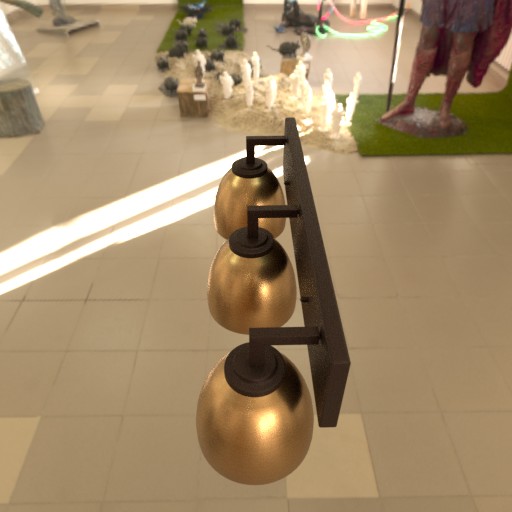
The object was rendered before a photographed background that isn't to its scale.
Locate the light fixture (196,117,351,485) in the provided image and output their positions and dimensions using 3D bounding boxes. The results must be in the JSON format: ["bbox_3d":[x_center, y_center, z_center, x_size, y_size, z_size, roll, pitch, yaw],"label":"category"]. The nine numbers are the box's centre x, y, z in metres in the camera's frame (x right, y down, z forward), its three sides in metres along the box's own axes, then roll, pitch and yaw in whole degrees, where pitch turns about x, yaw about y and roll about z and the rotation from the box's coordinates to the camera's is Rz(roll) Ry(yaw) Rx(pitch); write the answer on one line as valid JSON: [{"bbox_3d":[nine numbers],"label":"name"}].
[{"bbox_3d":[0.000,0.000,0.666,0.157,0.204,0.582,-1,40,-1],"label":"light fixture"}]
